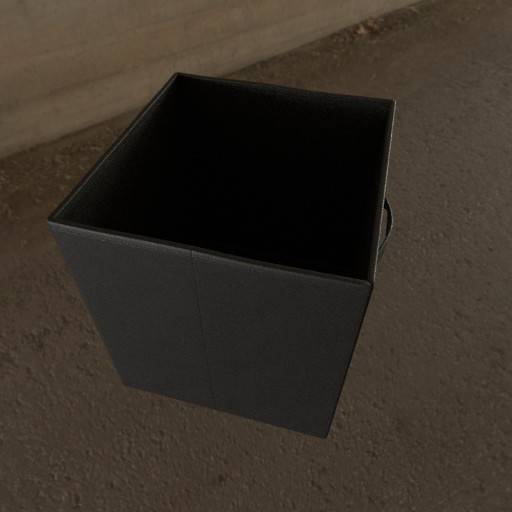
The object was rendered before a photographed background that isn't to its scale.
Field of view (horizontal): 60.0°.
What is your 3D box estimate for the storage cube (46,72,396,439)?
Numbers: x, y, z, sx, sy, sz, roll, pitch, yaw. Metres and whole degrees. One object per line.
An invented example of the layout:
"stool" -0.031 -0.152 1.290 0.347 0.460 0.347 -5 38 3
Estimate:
"storage cube" 0.000 0.000 0.507 0.270 0.280 0.270 11 48 10
